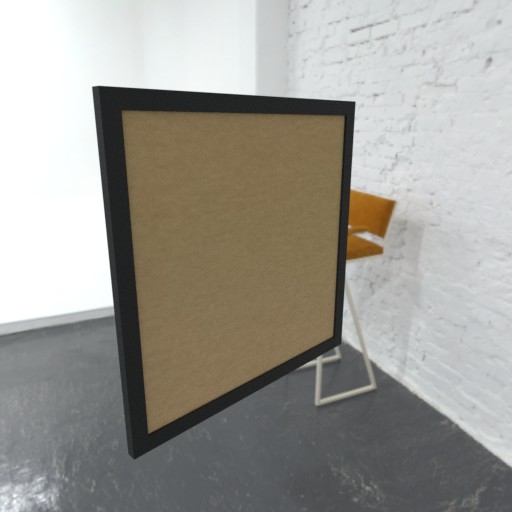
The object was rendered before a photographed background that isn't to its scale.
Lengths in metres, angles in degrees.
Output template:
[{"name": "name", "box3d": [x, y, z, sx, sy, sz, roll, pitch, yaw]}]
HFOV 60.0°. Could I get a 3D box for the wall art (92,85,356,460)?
[{"name": "wall art", "box3d": [0.000, 0.000, 0.524, 0.358, 0.357, 0.012, -15, 22, -42]}]
